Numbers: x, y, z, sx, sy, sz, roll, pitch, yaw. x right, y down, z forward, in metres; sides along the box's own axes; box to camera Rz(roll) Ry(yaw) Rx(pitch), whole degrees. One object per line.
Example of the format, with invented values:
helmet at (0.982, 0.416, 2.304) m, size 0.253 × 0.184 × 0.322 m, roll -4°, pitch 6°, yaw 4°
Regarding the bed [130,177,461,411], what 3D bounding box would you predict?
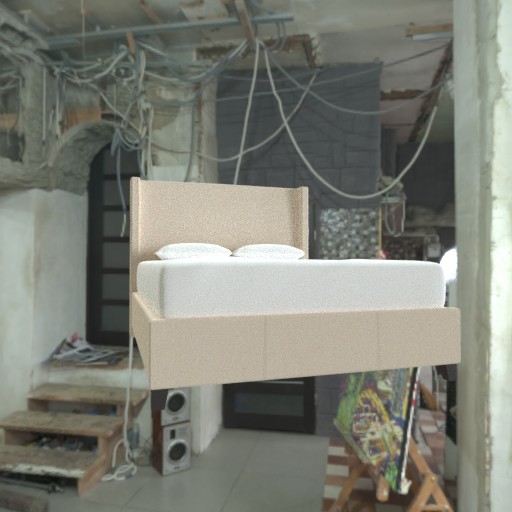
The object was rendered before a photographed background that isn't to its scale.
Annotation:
bed at (0.000, 0.000, 3.399) m, size 1.778 × 1.471 × 2.293 m, roll 0°, pitch -1°, yaw -18°
